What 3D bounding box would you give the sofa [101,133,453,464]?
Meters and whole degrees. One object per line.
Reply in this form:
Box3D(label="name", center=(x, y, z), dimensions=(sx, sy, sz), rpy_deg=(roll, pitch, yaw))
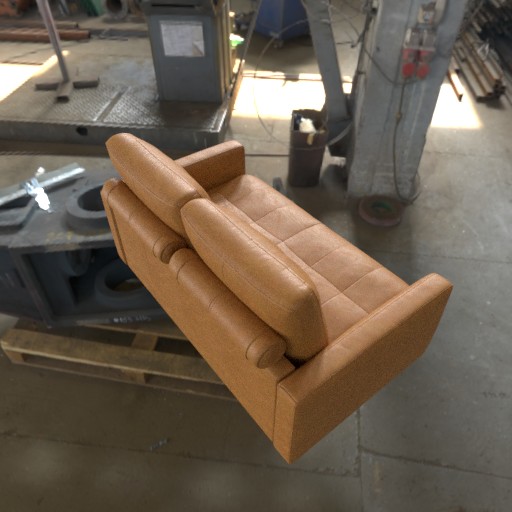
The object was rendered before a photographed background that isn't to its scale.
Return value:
Box3D(label="sofa", center=(0.000, 0.000, 1.968), dimensions=(0.868, 0.898, 1.430), rpy_deg=(-28, 50, -27))
